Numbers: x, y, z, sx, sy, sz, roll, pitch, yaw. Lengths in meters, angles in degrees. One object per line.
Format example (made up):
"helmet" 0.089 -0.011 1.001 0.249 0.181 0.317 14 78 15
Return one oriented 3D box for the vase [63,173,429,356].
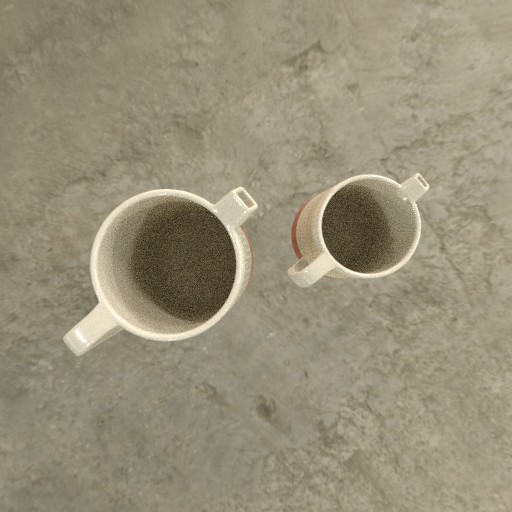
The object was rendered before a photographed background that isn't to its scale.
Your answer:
"vase" 0.000 0.000 0.473 0.326 0.247 0.168 0 90 -1
